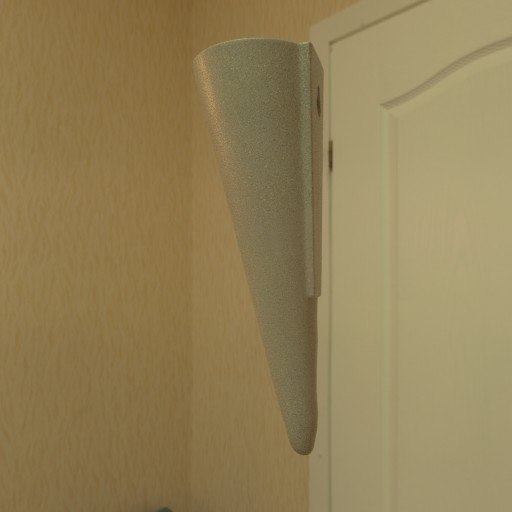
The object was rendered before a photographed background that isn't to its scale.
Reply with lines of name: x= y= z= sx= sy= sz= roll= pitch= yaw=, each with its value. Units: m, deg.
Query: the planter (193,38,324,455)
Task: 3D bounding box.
planter: x=0.000 y=0.000 z=0.222 sx=0.064 sy=0.191 sz=0.057 roll=0 pitch=0 yaw=19
